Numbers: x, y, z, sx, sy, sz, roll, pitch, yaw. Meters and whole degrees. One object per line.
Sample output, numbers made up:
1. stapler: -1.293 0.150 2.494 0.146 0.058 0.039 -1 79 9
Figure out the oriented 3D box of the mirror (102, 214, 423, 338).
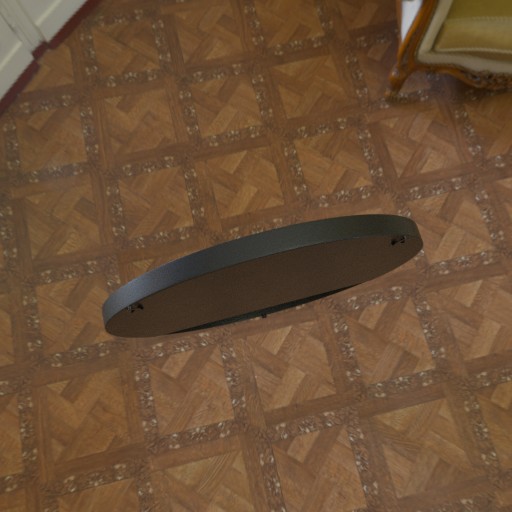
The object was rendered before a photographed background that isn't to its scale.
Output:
1. mirror: 0.000 0.000 0.668 0.457 0.457 0.133 -14 75 -4
